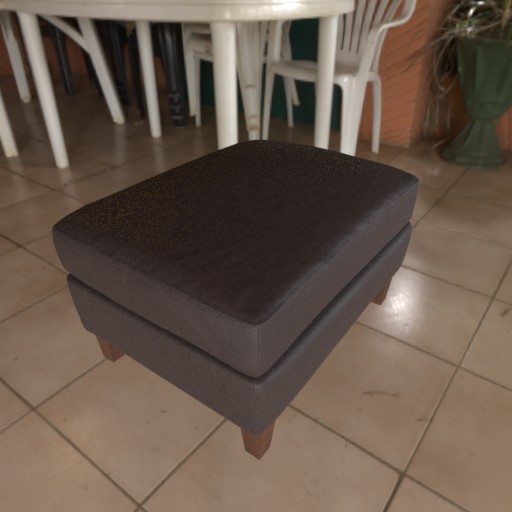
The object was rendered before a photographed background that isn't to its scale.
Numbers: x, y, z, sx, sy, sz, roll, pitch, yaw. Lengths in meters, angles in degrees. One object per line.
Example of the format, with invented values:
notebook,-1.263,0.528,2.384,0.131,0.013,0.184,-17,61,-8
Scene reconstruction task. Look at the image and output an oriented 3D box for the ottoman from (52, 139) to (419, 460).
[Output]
ottoman,0.000,0.000,1.301,0.659,0.529,0.887,21,38,30
